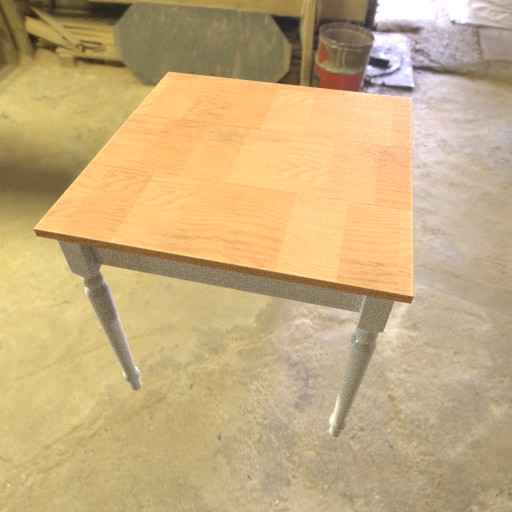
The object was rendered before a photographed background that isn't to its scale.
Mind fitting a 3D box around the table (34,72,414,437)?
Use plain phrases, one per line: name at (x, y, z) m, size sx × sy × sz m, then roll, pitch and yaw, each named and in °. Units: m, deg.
table at (0.000, 0.000, 1.351) m, size 0.747 × 0.738 × 0.747 m, roll 10°, pitch 47°, yaw 9°
